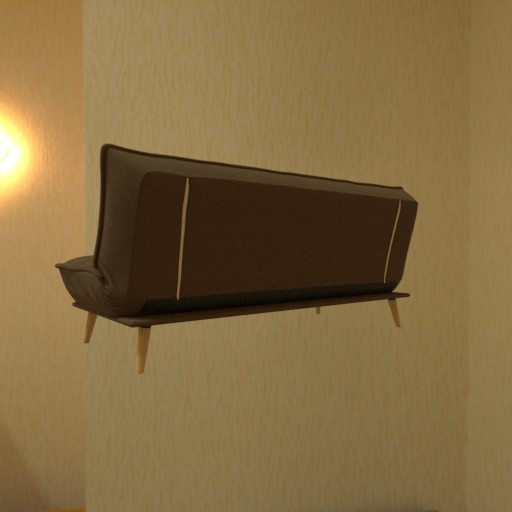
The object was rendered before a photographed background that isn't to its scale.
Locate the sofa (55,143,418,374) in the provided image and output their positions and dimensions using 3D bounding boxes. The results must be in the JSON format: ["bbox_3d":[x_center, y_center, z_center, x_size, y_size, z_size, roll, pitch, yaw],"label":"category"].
[{"bbox_3d":[0.000,0.000,2.520,1.940,0.890,0.950,-1,1,-37],"label":"sofa"}]
